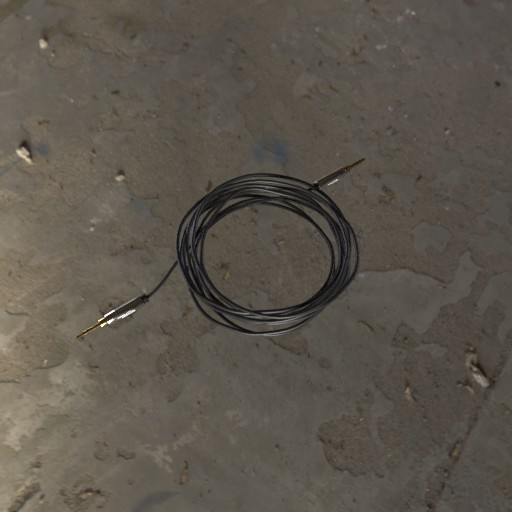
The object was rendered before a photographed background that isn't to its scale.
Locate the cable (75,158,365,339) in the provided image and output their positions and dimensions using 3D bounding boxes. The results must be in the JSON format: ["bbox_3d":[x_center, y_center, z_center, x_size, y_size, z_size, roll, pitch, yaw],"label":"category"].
[{"bbox_3d":[0.000,0.000,0.510,0.432,0.069,0.198,-31,66,-15],"label":"cable"}]
